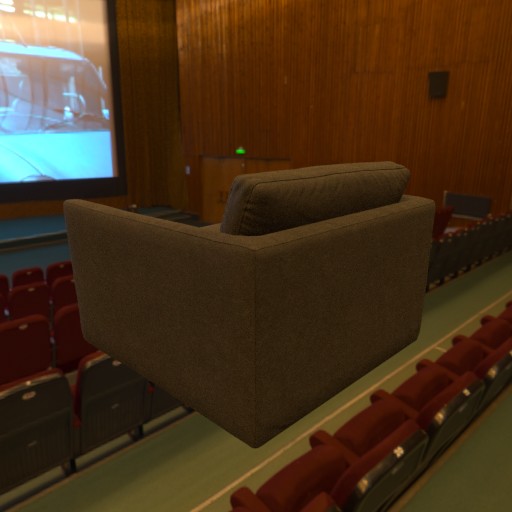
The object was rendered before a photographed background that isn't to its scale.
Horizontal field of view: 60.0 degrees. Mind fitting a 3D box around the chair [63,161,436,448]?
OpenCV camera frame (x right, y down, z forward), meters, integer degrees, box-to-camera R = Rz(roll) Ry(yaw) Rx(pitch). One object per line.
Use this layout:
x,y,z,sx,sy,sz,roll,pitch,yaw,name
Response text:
0.000,0.000,1.905,1.190,0.845,1.091,-16,23,-42,chair
